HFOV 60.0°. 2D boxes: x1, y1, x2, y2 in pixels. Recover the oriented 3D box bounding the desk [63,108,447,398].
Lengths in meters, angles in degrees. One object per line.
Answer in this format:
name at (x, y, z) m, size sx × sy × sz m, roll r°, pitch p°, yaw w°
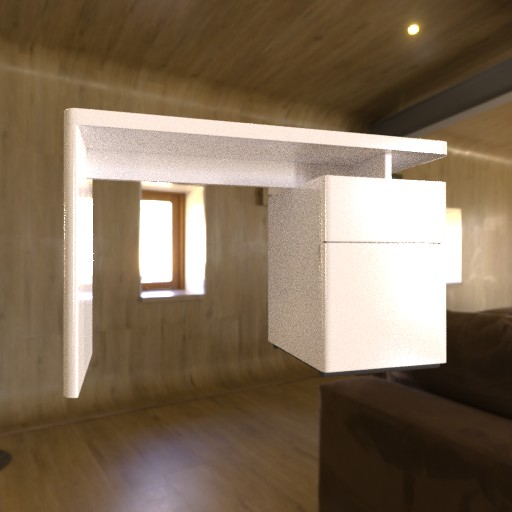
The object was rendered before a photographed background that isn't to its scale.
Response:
desk at (0.000, 0.000, 1.565) m, size 1.200 × 0.760 × 0.550 m, roll 0°, pitch 0°, yaw -17°
